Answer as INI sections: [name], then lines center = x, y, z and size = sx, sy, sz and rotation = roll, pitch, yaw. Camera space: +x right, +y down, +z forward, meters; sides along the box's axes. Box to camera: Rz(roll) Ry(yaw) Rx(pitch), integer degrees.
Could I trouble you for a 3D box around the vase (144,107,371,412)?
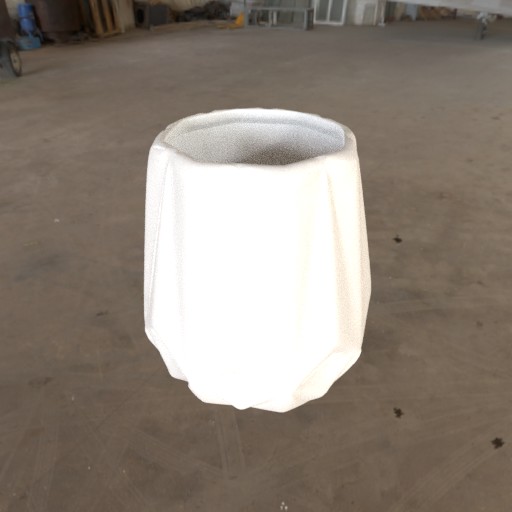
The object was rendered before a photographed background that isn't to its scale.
[vase]
center = 0.000, 0.000, 0.268
size = 0.141, 0.152, 0.141
rotation = 0, 33, 0
